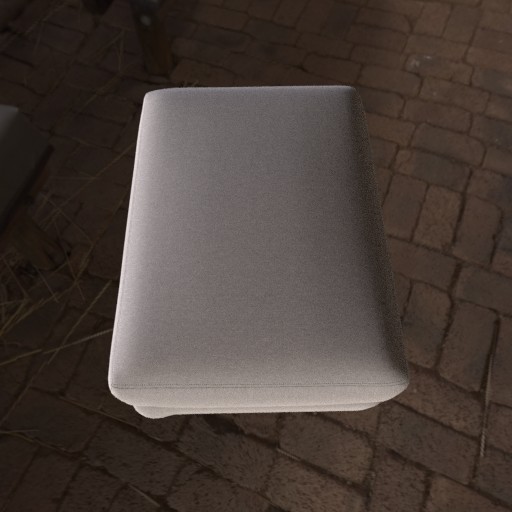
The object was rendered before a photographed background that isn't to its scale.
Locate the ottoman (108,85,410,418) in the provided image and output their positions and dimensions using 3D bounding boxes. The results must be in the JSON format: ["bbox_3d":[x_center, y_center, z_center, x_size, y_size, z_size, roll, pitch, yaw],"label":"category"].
[{"bbox_3d":[0.000,0.000,1.138,0.574,0.497,0.773,-1,63,0],"label":"ottoman"}]
